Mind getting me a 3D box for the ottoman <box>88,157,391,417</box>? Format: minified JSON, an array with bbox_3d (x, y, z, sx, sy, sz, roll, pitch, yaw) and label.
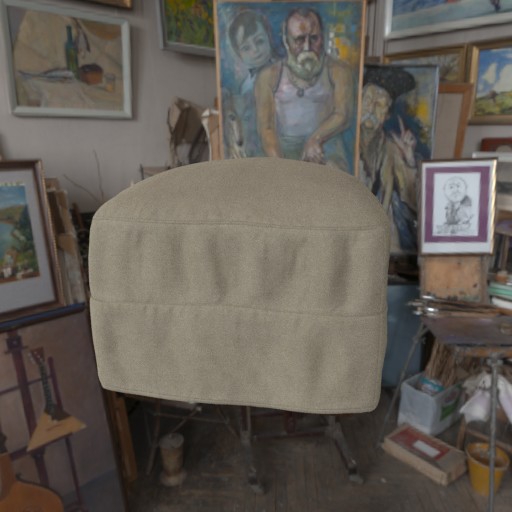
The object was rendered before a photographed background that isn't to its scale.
[{"bbox_3d":[0.000,0.000,1.113,0.584,0.480,0.712,2,15,8],"label":"ottoman"}]
